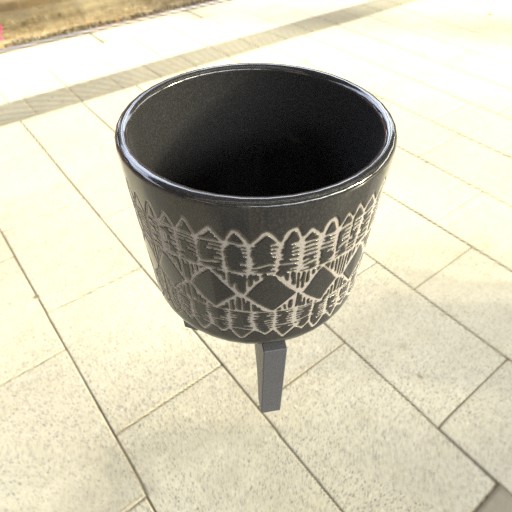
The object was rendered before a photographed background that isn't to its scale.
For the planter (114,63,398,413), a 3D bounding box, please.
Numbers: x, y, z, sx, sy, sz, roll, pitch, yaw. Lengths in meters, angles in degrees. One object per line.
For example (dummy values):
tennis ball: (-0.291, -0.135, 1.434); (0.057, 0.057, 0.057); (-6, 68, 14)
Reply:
planter: (0.000, 0.000, 0.524); (0.251, 0.355, 0.251); (-31, 53, -27)
